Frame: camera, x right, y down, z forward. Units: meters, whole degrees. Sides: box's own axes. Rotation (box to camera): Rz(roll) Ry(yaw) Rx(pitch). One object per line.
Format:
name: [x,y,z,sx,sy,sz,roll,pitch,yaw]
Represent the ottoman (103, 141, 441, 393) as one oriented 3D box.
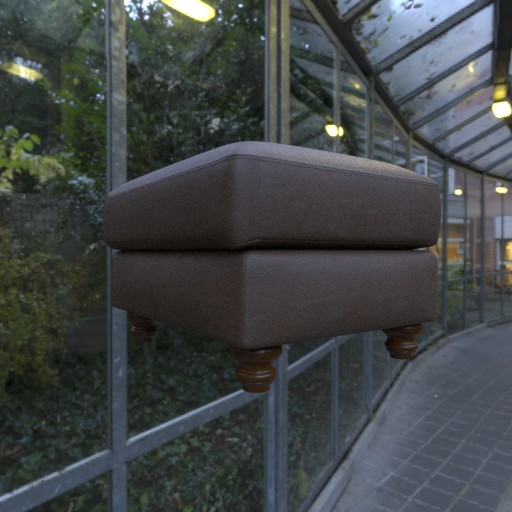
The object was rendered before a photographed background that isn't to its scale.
ottoman: [0.000,0.000,1.219,0.635,0.508,0.787,0,1,-35]
